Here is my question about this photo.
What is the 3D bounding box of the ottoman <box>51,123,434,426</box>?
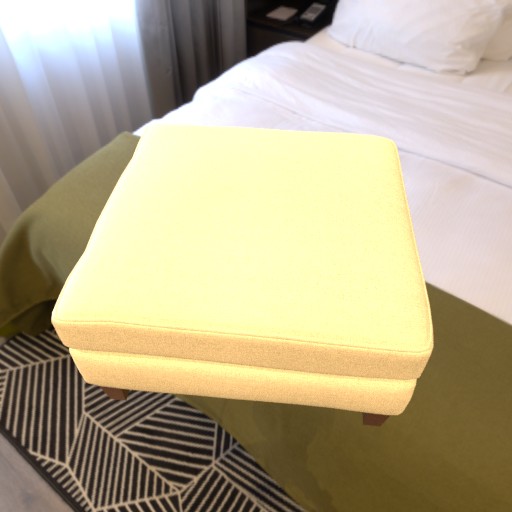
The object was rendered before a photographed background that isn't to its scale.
[{"bbox_3d":[0.000,0.000,1.329,0.838,0.478,0.838,4,47,4],"label":"ottoman"}]
